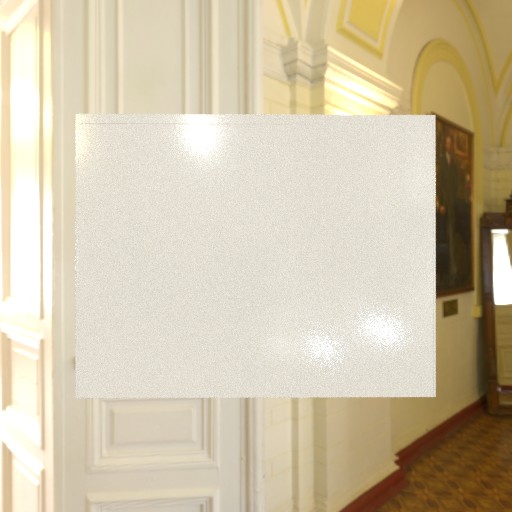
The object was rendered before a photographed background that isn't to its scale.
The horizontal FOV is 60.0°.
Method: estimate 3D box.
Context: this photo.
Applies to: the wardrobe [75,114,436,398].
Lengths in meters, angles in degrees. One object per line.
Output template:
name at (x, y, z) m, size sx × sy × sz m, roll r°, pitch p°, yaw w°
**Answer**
wardrobe at (0.000, 0.000, 3.982) m, size 3.000 × 2.360 × 0.580 m, roll 0°, pitch 0°, yaw -1°
